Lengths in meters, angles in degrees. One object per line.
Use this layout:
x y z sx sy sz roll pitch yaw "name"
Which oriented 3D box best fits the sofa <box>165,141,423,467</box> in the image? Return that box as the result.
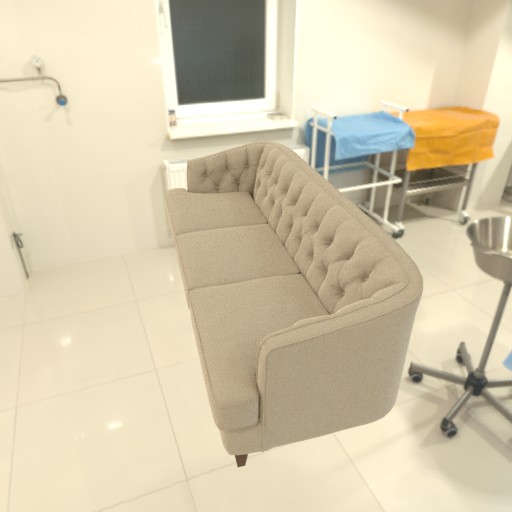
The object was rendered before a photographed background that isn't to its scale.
0.000 0.000 2.723 0.941 0.855 2.278 -8 31 -13 "sofa"
